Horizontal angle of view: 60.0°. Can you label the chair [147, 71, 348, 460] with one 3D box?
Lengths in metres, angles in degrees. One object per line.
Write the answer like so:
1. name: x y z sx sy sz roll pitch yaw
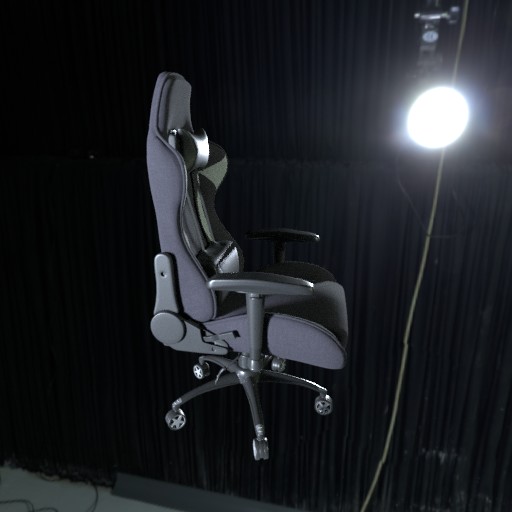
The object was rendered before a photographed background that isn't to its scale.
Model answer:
1. chair: 0.000 0.000 1.675 0.695 1.300 0.730 3 16 9
